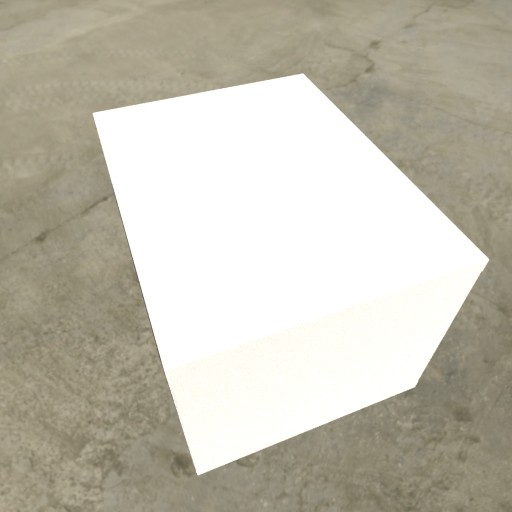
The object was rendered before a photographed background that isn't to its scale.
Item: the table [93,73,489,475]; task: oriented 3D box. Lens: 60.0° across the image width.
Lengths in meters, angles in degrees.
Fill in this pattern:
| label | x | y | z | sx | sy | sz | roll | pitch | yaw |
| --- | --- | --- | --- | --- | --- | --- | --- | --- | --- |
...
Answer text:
| label | x | y | z | sx | sy | sz | roll | pitch | yaw |
| --- | --- | --- | --- | --- | --- | --- | --- | --- | --- |
| table | 0.000 | 0.000 | 0.776 | 0.399 | 0.357 | 0.517 | -16 | 50 | -14 |
